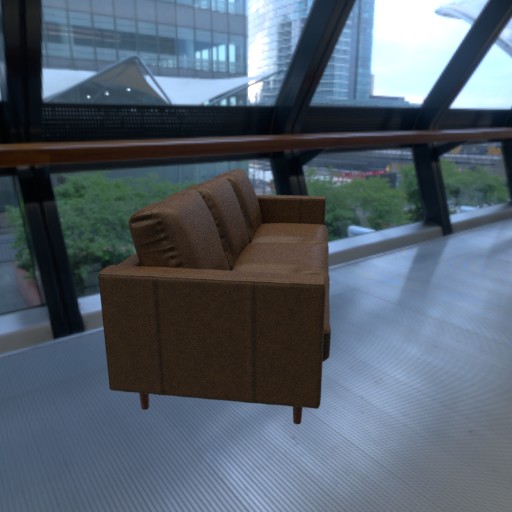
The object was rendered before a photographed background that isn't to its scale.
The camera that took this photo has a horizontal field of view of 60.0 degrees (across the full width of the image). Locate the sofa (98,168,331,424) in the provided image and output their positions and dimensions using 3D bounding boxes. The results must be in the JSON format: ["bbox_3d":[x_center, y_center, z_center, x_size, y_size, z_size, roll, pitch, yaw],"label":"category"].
[{"bbox_3d":[0.000,0.000,2.763,0.903,0.930,2.231,2,16,8],"label":"sofa"}]
